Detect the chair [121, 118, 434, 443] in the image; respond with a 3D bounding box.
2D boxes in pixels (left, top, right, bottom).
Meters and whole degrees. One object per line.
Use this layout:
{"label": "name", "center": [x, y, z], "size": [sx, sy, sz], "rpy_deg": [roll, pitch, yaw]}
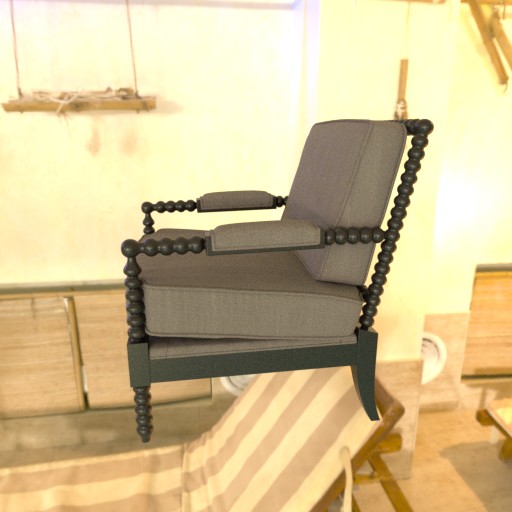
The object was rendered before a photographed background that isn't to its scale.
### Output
{"label": "chair", "center": [0.000, 0.000, 1.117], "size": [0.622, 0.661, 0.540], "rpy_deg": [-3, 16, -9]}
